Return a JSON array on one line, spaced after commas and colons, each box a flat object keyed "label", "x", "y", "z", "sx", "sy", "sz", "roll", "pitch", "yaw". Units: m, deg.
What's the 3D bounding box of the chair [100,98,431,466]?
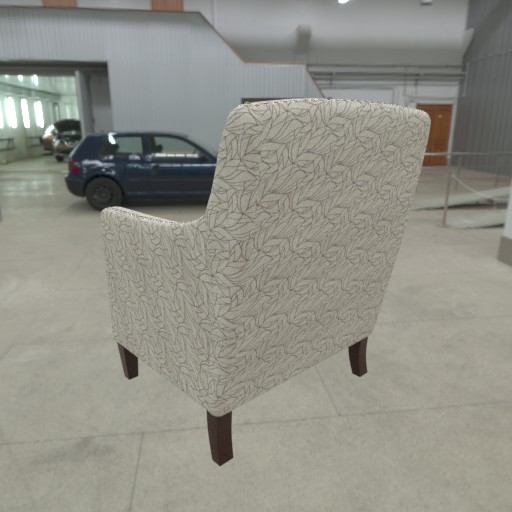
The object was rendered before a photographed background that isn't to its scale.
[{"label": "chair", "x": 0.000, "y": 0.000, "z": 1.256, "sx": 0.623, "sy": 0.816, "sz": 0.651, "roll": -15, "pitch": 22, "yaw": -41}]
